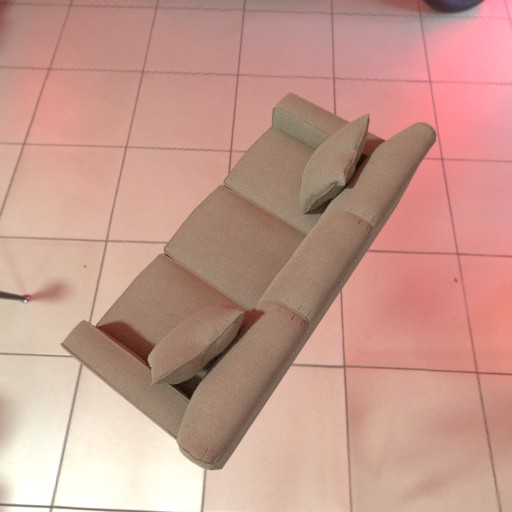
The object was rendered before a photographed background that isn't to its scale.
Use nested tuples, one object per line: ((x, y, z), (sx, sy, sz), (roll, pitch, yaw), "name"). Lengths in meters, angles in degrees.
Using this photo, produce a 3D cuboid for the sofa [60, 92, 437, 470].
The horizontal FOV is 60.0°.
((0.000, 0.000, 2.505), (0.997, 0.958, 2.024), (32, 69, 14), "sofa")
